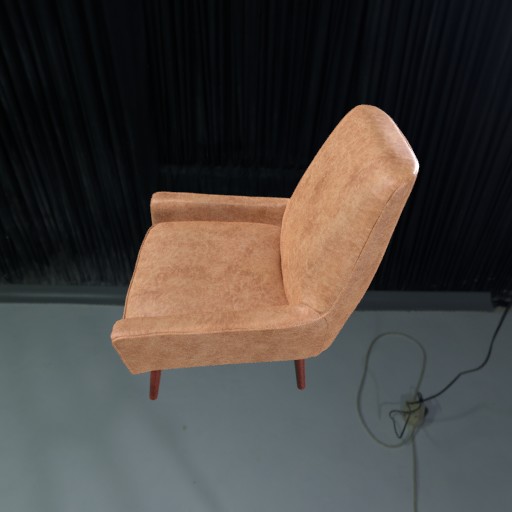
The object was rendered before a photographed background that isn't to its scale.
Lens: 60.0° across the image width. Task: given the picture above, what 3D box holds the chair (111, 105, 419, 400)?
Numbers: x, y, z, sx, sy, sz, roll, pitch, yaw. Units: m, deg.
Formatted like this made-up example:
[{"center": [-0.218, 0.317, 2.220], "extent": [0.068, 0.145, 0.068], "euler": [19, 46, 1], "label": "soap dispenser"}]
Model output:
[{"center": [0.000, 0.000, 1.512], "extent": [0.851, 0.883, 0.753], "euler": [-1, 40, -1], "label": "chair"}]
